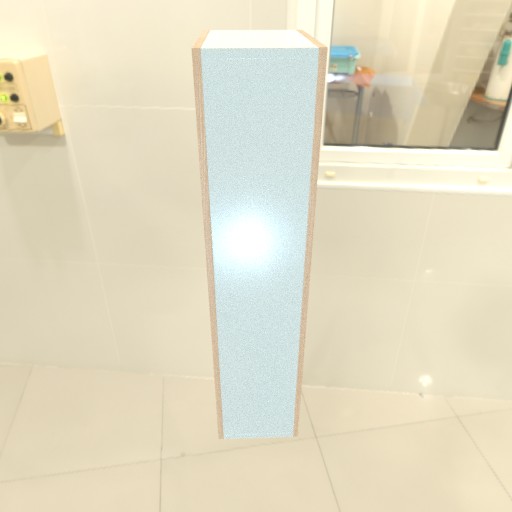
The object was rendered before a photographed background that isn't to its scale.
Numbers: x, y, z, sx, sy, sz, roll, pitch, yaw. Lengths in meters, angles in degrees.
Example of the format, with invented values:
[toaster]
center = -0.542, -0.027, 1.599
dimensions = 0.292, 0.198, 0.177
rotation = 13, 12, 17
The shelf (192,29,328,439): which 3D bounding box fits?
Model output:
[shelf]
center = 0.000, 0.000, 0.992
dimensions = 0.197, 0.882, 0.290
rotation = -1, 32, -2
